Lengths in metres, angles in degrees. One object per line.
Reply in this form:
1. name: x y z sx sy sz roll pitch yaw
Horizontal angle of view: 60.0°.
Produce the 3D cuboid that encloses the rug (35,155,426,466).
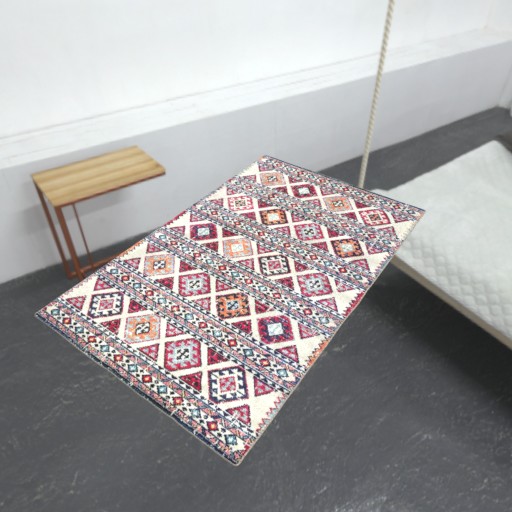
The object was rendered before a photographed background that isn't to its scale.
1. rug: 0.000 0.000 3.060 1.545 0.010 2.440 25 47 26
